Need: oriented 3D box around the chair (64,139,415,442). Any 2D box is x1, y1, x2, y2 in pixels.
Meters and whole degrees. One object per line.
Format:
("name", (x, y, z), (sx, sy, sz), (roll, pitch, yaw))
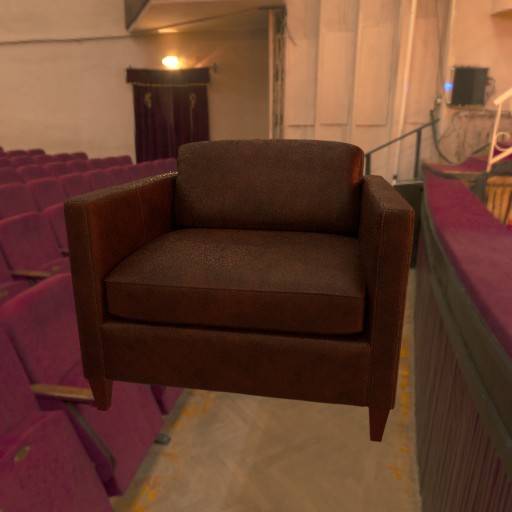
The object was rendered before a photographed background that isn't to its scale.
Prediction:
("chair", (0.000, 0.000, 1.705), (0.990, 0.864, 0.975), (3, 16, 10))
